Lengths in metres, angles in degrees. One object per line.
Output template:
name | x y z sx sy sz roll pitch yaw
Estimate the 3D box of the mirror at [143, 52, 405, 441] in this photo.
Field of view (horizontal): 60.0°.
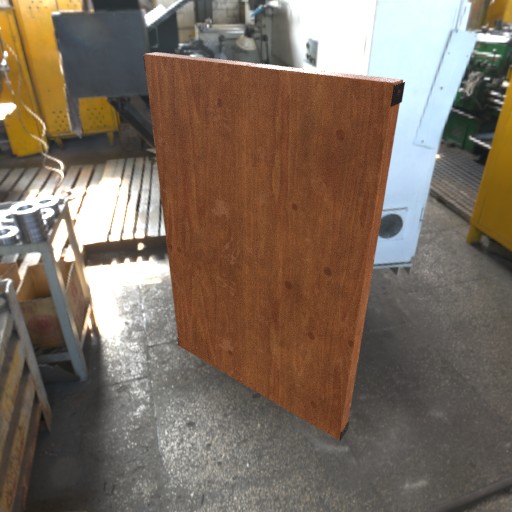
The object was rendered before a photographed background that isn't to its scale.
mirror | 0.000 0.000 0.949 0.517 0.761 0.053 21 37 31
